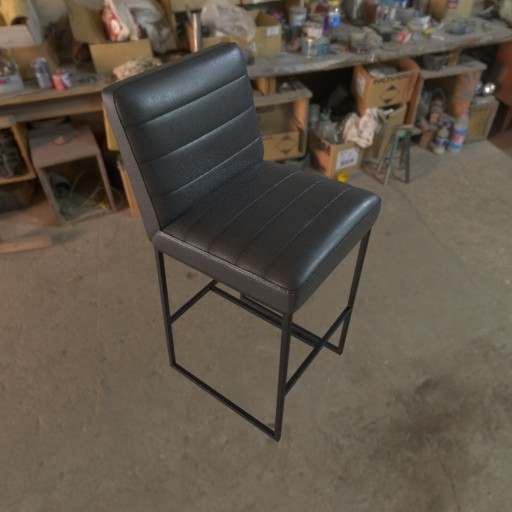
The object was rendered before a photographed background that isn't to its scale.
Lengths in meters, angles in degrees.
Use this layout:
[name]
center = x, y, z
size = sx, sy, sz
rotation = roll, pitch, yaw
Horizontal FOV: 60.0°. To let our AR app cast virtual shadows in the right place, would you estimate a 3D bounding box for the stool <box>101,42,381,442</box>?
[stool]
center = 0.000, 0.000, 1.332
size = 0.552, 1.040, 0.457
rotation = 26, 48, 26
